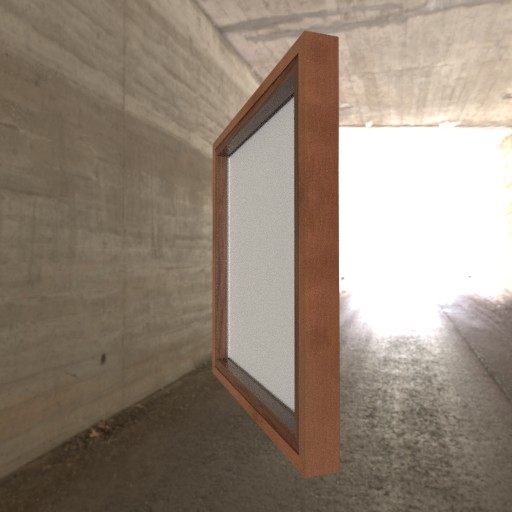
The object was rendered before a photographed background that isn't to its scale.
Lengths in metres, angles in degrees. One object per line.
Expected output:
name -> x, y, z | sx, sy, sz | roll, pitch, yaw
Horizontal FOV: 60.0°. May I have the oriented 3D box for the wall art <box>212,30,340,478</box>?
wall art -> 0.000, 0.000, 0.595 | 0.035, 0.403, 0.403 | 0, -1, -17
